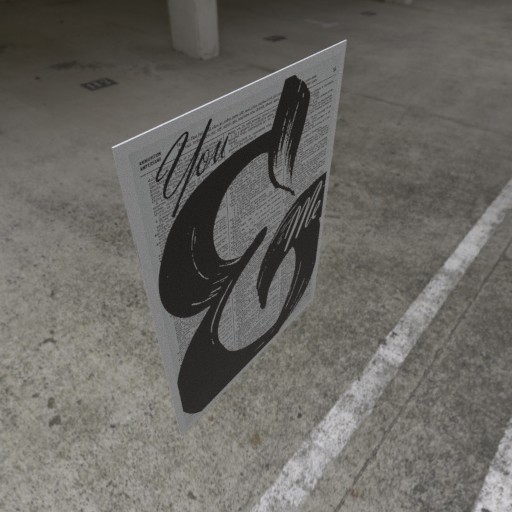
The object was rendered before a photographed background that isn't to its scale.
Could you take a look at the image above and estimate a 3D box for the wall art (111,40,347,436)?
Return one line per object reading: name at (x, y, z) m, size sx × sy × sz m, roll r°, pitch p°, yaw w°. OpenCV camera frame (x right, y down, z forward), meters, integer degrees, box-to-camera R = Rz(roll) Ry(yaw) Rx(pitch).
wall art at (0.000, 0.000, 0.780) m, size 0.003 × 0.609 × 0.457 m, roll 28°, pitch 49°, yaw 28°
